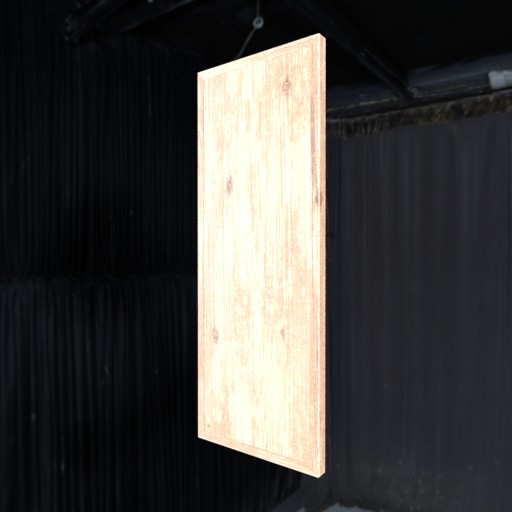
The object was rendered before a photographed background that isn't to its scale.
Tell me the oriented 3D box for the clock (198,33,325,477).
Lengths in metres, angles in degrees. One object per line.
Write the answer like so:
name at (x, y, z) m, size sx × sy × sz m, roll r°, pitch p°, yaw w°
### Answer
clock at (0.000, 0.000, 1.080) m, size 0.361 × 0.965 × 0.030 m, roll 0°, pitch 1°, yaw 36°
